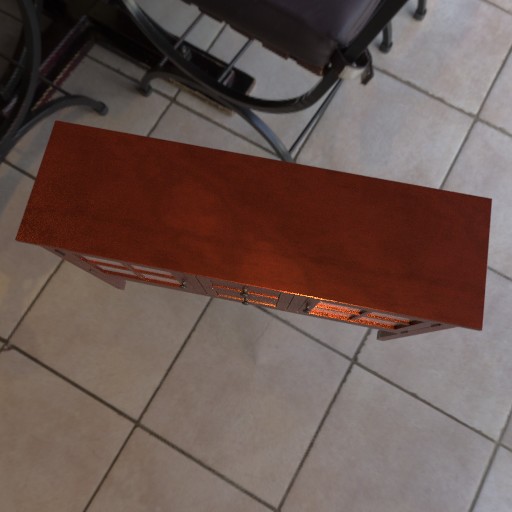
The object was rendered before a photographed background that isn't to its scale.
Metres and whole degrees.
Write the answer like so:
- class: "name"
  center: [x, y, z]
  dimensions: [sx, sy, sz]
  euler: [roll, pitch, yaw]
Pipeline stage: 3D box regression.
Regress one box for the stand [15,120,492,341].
- class: "stand"
  center: [0.000, 0.000, 1.732]
  dimensions: [1.362, 0.872, 0.410]
  euler: [11, 76, 3]
